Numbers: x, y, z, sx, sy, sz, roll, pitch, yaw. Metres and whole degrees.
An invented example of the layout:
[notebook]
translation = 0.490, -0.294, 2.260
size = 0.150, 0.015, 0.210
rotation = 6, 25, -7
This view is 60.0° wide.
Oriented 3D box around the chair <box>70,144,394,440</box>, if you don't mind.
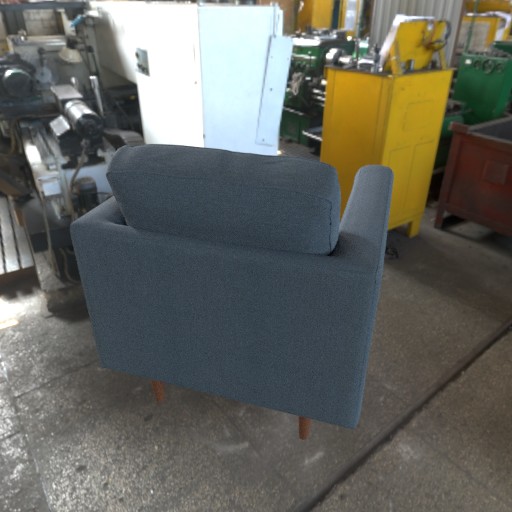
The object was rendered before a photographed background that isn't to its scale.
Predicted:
[chair]
translation = 0.000, 0.000, 1.555
size = 0.855, 0.922, 0.820
rotation = 9, 32, 15
